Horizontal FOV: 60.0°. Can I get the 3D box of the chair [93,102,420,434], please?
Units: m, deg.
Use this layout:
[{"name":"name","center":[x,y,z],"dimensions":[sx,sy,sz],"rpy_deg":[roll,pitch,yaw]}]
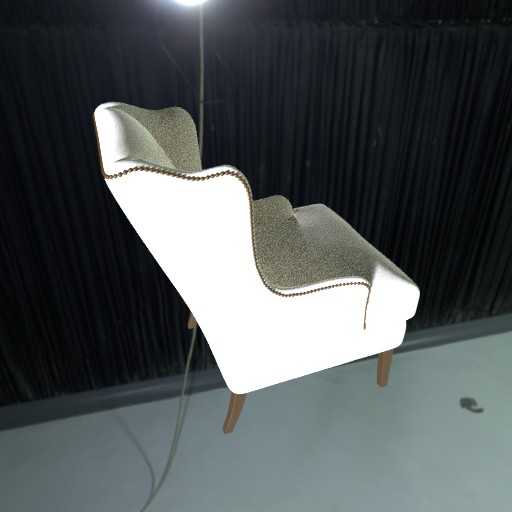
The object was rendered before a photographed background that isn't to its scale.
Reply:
[{"name":"chair","center":[0.000,0.000,1.613],"dimensions":[0.940,1.029,0.737],"rpy_deg":[-10,33,-16]}]
